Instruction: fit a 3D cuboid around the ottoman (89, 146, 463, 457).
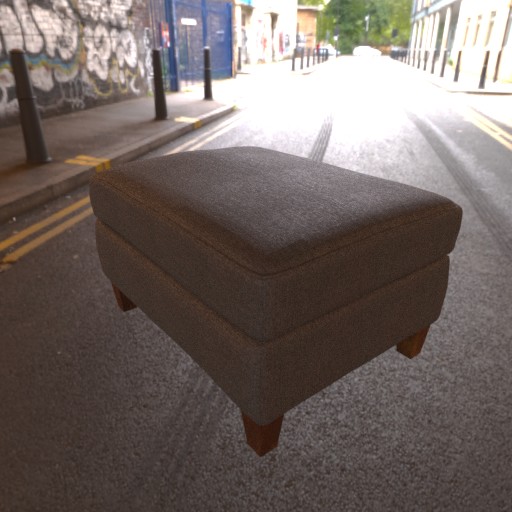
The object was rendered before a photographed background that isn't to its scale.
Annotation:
[{"bbox_3d":[0.000,0.000,1.227,0.639,0.496,0.826,-19,31,-34],"label":"ottoman"}]
